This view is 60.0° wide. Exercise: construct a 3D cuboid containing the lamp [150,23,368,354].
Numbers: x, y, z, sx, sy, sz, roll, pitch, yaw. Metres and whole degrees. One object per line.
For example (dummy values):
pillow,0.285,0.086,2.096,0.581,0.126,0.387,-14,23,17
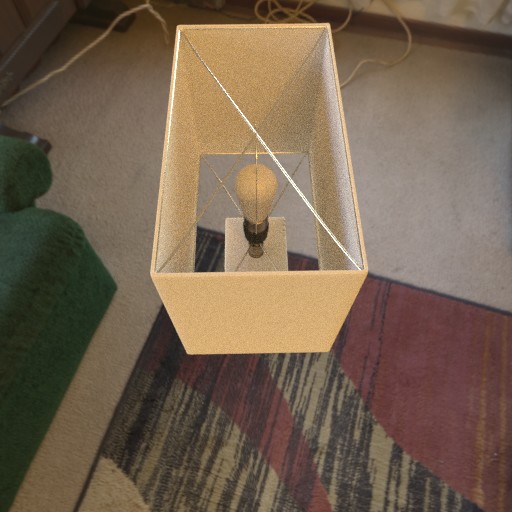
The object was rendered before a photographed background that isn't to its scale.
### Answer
lamp,0.000,0.000,0.685,0.182,0.543,0.334,-1,61,0
